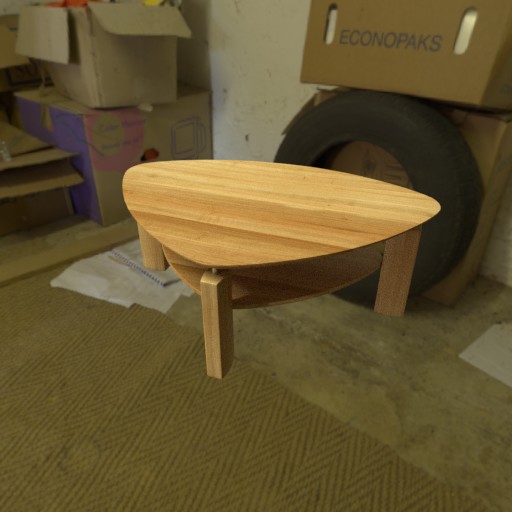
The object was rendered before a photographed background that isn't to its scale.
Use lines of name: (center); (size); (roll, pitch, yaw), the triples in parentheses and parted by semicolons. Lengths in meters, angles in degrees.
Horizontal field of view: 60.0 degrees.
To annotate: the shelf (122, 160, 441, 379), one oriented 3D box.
shelf: (0.000, 0.000, 1.684); (1.240, 0.439, 0.863); (10, 32, 16)
